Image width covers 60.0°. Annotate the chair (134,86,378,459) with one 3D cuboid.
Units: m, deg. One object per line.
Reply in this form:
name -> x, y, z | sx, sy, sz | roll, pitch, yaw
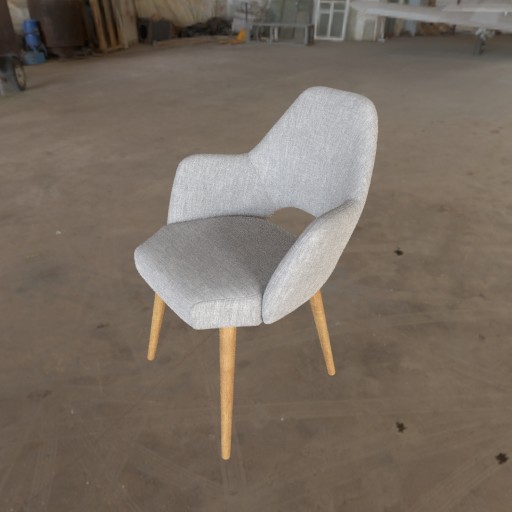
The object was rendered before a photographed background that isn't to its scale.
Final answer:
chair -> 0.000, 0.000, 1.264 | 0.610, 0.840, 0.590 | -21, 37, -31
